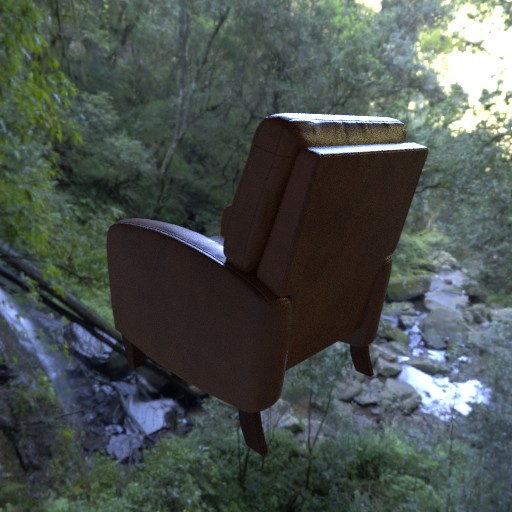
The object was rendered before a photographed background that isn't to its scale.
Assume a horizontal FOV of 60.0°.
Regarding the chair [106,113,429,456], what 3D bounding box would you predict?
[{"bbox_3d":[0.000,0.000,1.664,0.990,0.990,0.762,15,22,42],"label":"chair"}]
